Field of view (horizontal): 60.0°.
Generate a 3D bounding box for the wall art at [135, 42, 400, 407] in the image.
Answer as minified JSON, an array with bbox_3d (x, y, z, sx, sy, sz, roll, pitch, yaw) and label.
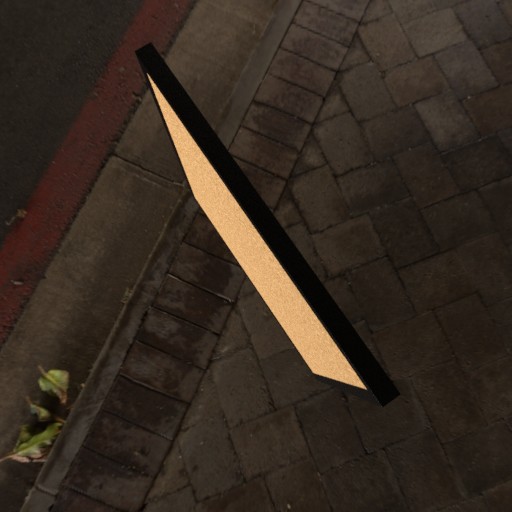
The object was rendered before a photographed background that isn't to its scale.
[{"bbox_3d":[0.000,0.000,1.123,0.036,0.755,0.756,-33,79,-7],"label":"wall art"}]
